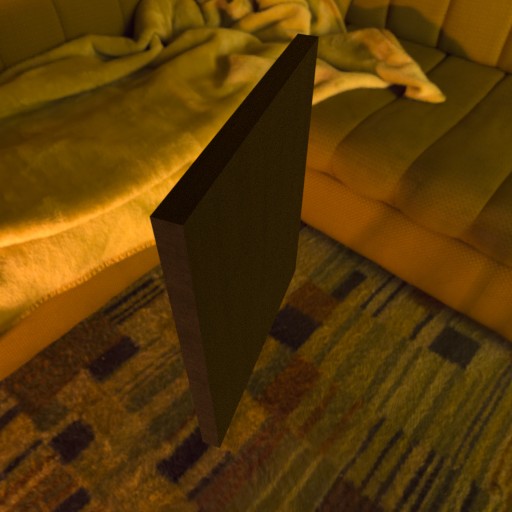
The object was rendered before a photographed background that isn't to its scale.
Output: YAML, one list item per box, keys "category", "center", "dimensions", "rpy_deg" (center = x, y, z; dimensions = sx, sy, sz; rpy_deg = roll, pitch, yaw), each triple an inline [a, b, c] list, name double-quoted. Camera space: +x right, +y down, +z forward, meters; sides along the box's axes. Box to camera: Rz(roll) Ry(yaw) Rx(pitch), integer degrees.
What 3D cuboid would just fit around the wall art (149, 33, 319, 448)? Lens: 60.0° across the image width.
- category: "wall art"
  center: [0.000, 0.000, 0.747]
  dimensions: [0.034, 0.552, 0.455]
  rpy_deg: [16, 49, 14]
